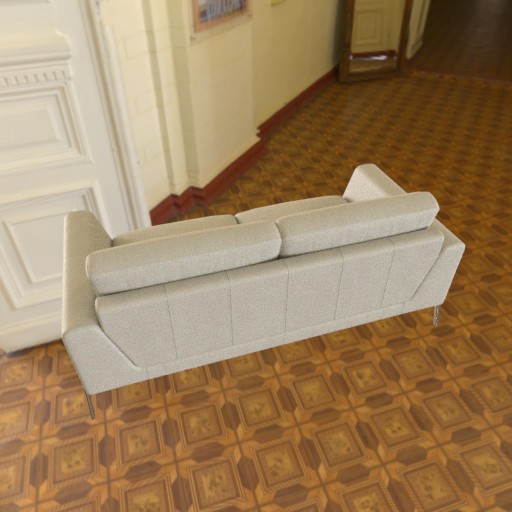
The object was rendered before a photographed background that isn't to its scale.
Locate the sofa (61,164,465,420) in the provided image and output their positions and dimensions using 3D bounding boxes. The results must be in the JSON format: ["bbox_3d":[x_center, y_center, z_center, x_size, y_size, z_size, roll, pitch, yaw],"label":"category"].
[{"bbox_3d":[0.000,0.000,2.513,2.017,0.875,0.953,-12,40,-14],"label":"sofa"}]
